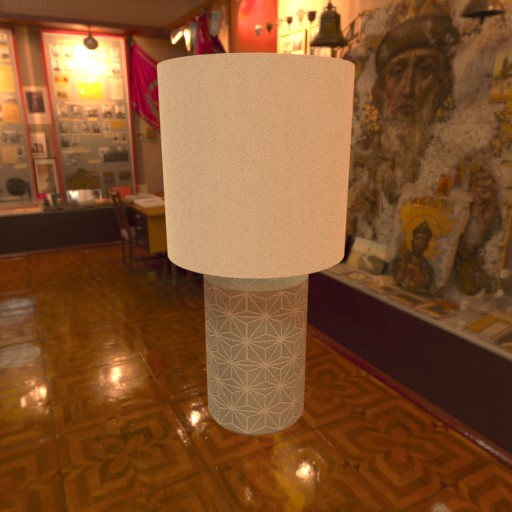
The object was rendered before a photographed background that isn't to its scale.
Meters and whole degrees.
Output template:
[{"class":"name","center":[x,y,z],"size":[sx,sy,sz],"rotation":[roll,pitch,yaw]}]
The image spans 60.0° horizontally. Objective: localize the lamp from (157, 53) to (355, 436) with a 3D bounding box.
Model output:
[{"class":"lamp","center":[0.000,0.000,0.530],"size":[0.206,0.416,0.206],"rotation":[-8,18,-25]}]
